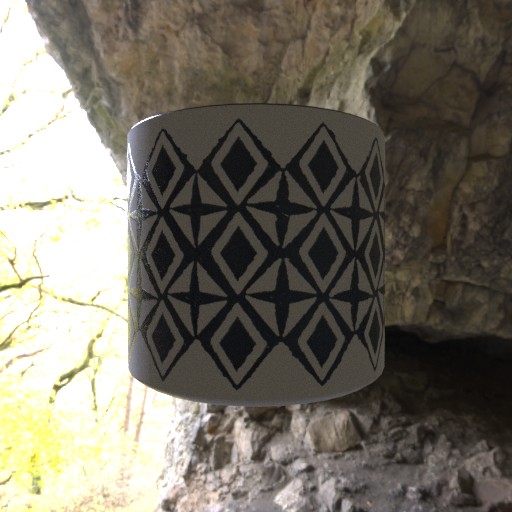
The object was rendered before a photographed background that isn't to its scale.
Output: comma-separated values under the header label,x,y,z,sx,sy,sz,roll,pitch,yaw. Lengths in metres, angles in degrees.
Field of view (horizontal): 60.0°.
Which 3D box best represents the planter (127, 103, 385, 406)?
label,x,y,z,sx,sy,sz,roll,pitch,yaw
planter,0.000,0.000,0.325,0.182,0.165,0.182,0,1,0
